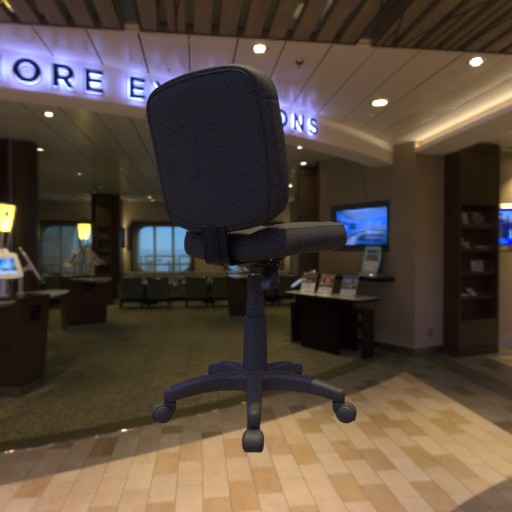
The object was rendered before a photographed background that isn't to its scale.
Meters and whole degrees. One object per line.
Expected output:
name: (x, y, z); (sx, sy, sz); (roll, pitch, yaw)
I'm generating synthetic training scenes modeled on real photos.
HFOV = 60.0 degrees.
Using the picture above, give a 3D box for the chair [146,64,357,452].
chair: (0.000, 0.000, 1.395); (0.610, 0.972, 0.610); (1, 1, 36)
